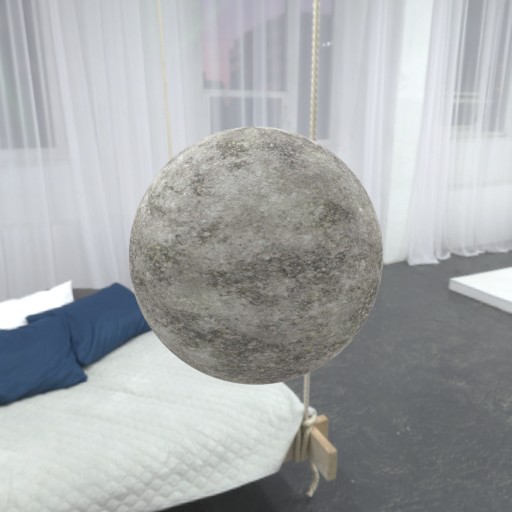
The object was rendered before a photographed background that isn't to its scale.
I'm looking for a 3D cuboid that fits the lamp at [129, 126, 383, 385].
[{"bbox_3d":[0.000,0.000,0.764,0.422,0.429,0.422,0,15,0],"label":"lamp"}]
